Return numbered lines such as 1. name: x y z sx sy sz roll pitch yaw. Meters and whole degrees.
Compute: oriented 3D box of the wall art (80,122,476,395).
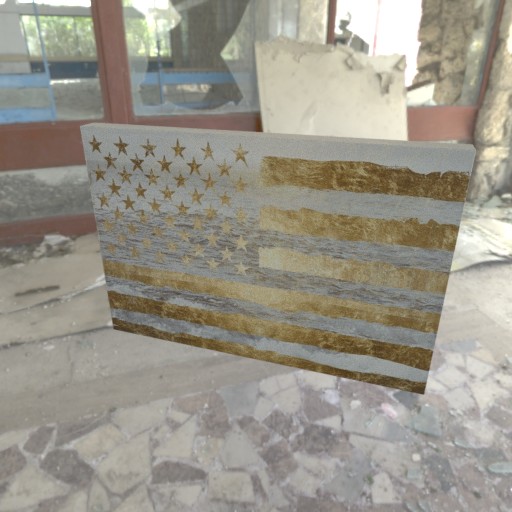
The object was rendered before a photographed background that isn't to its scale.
1. wall art: 0.000 0.000 0.757 0.606 0.407 0.041 8 27 16
